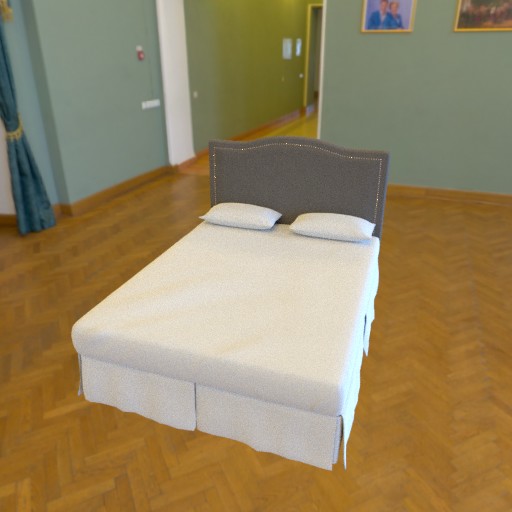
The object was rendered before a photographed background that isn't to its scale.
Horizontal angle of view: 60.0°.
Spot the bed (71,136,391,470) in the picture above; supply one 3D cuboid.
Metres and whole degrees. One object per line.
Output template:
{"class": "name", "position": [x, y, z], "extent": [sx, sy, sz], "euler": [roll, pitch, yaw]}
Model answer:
{"class": "bed", "position": [0.000, 0.000, 3.393], "extent": [1.821, 1.436, 2.282], "euler": [8, 26, 17]}
